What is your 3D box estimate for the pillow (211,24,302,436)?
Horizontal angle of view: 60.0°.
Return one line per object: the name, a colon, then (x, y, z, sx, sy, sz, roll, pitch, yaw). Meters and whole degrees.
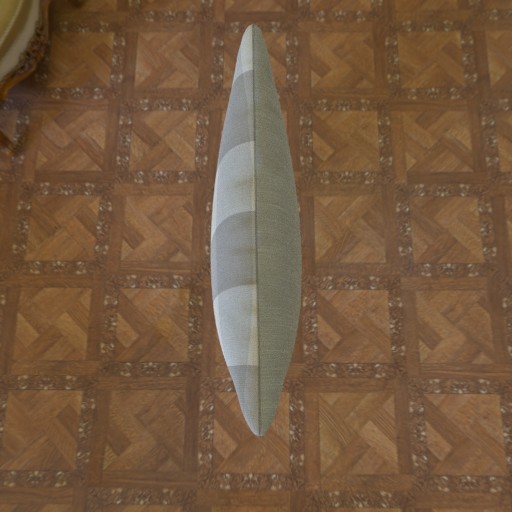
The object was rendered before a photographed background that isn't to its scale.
pillow: (0.000, 0.000, 0.770, 0.161, 0.509, 0.511, -1, 77, 0)
